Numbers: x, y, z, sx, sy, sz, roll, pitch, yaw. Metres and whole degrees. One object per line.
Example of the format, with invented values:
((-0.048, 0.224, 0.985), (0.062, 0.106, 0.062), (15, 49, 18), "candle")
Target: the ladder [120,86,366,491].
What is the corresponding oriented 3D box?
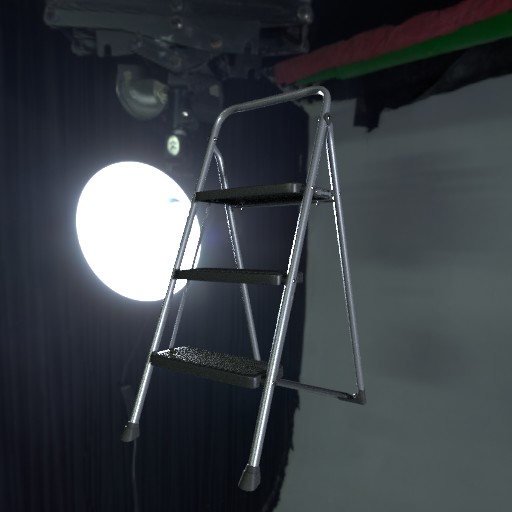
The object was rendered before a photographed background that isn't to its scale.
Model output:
((0.000, 0.000, 1.268), (0.430, 0.945, 0.629), (1, 1, 36), "ladder")
